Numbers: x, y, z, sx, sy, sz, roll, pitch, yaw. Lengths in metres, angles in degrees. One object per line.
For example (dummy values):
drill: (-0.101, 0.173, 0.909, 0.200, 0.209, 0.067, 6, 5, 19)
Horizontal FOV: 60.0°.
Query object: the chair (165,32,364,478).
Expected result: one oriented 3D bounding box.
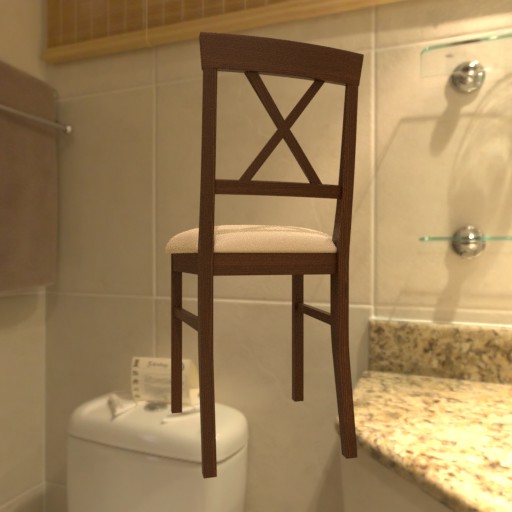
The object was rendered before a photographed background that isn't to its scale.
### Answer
chair: (0.000, 0.000, 1.163, 0.440, 0.913, 0.480, 0, 0, -16)
